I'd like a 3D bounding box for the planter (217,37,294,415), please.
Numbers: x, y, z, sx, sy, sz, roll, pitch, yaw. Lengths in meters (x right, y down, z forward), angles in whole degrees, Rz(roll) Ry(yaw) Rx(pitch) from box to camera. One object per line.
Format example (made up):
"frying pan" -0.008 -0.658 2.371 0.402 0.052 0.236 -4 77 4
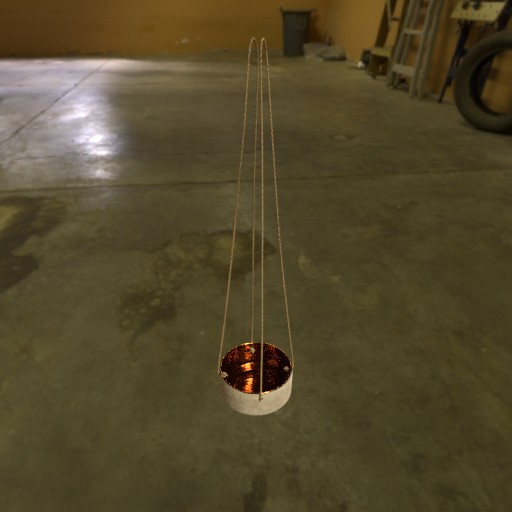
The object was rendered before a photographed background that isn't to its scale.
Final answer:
"planter" 0.000 0.000 1.162 0.223 1.030 0.223 21 36 32
